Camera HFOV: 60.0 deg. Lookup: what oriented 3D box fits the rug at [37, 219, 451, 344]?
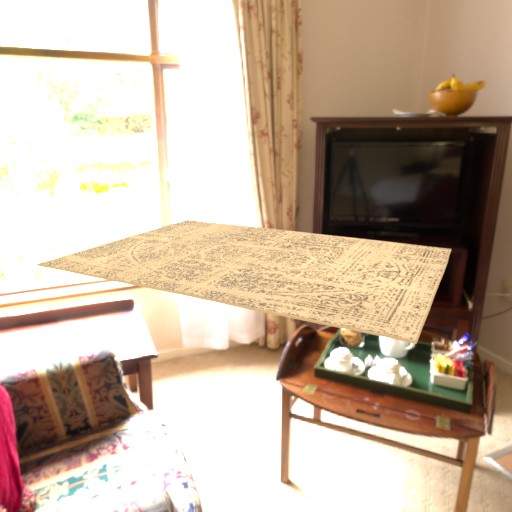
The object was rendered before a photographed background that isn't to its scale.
[{"bbox_3d":[0.000,0.000,3.145,2.438,0.026,1.706,8,18,26],"label":"rug"}]
